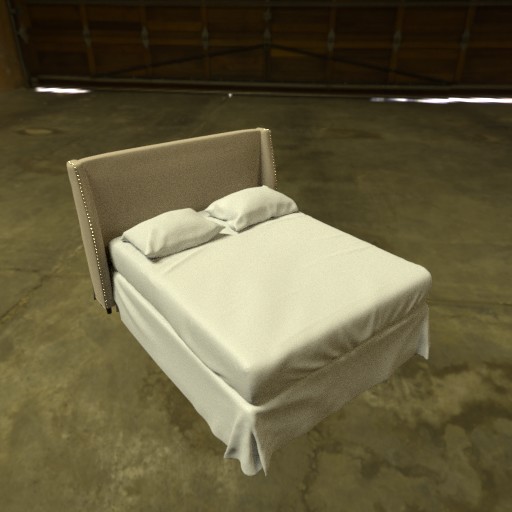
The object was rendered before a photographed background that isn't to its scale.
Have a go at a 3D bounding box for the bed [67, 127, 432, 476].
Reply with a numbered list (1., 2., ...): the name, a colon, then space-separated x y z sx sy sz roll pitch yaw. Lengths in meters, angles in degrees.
1. bed: 0.000 0.000 3.387 1.925 1.332 2.276 -20 34 -33
